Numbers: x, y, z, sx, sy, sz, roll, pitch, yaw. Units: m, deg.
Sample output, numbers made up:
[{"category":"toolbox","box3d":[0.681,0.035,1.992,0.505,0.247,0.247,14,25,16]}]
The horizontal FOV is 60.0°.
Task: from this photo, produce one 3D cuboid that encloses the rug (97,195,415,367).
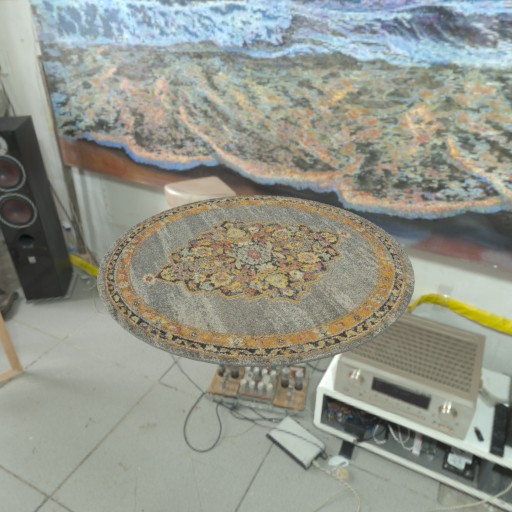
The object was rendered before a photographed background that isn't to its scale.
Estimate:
[{"category":"rug","box3d":[0.000,0.000,3.477,2.382,0.014,2.382,0,31,0]}]
